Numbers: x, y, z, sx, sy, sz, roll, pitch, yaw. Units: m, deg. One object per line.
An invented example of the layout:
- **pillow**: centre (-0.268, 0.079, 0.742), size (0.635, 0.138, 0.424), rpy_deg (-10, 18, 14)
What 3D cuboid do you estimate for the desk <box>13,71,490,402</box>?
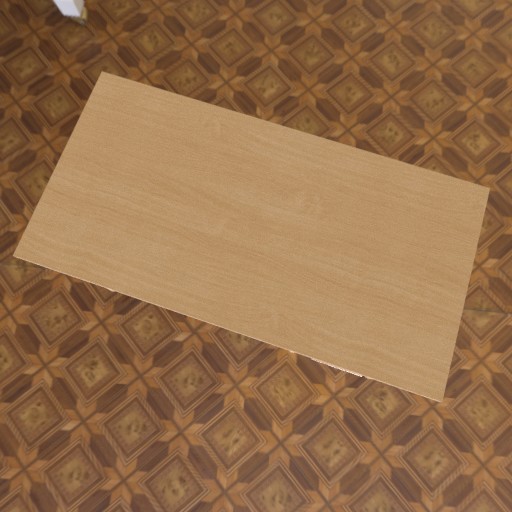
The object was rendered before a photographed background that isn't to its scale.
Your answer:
- **desk**: centre (0.000, 0.000, 1.488), size (1.097, 0.735, 0.560), rpy_deg (18, 77, 4)
